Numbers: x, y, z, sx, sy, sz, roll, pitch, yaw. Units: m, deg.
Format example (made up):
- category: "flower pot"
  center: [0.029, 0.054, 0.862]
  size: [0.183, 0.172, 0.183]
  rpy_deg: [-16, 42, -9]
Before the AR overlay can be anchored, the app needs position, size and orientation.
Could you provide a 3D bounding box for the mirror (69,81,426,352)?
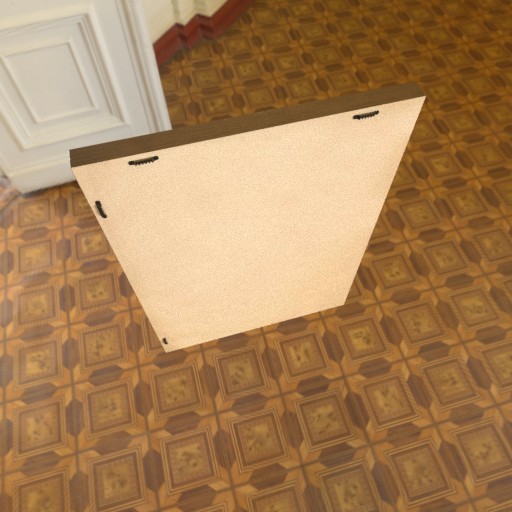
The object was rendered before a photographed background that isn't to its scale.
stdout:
- category: "mirror"
  center: [0.000, 0.000, 0.918]
  size: [0.508, 0.711, 0.039]
  rpy_deg: [-14, 60, -8]
